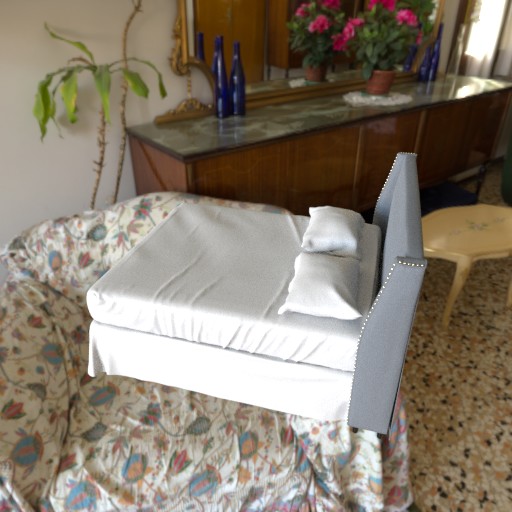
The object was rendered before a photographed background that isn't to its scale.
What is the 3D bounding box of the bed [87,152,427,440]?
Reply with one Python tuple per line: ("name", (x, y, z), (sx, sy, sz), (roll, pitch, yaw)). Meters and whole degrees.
("bed", (0.000, 0.000, 3.505), (2.276, 1.332, 1.925), (8, 31, 14))
